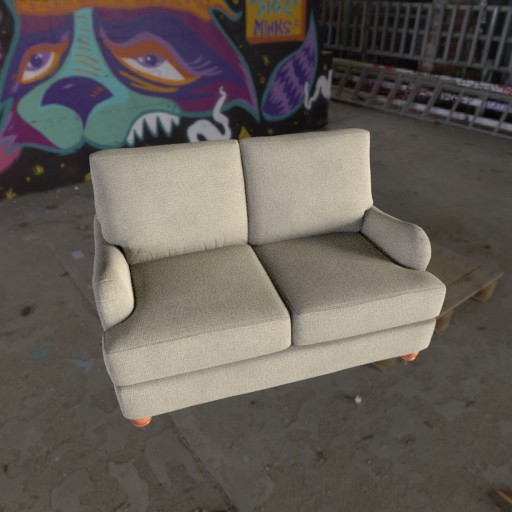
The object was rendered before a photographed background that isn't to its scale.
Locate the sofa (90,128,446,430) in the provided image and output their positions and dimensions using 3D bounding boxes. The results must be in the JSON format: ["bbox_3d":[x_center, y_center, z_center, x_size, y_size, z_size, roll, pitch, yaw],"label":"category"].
[{"bbox_3d":[0.000,0.000,2.166,1.480,0.999,1.087,-9,32,-15],"label":"sofa"}]
